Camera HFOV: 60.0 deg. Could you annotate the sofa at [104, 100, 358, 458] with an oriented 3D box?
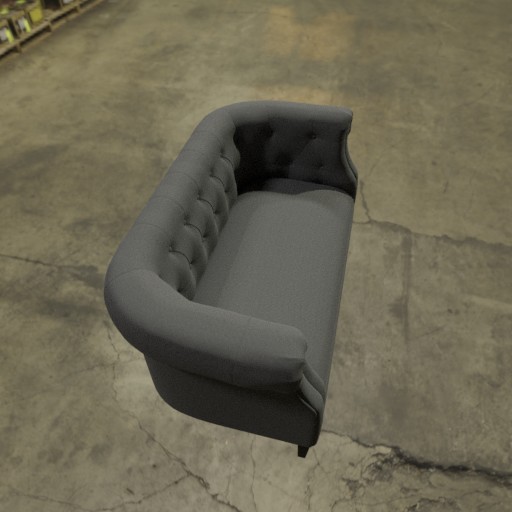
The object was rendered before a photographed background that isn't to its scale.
[{"bbox_3d":[0.000,0.000,2.048,0.835,0.827,1.558,10,47,10],"label":"sofa"}]
